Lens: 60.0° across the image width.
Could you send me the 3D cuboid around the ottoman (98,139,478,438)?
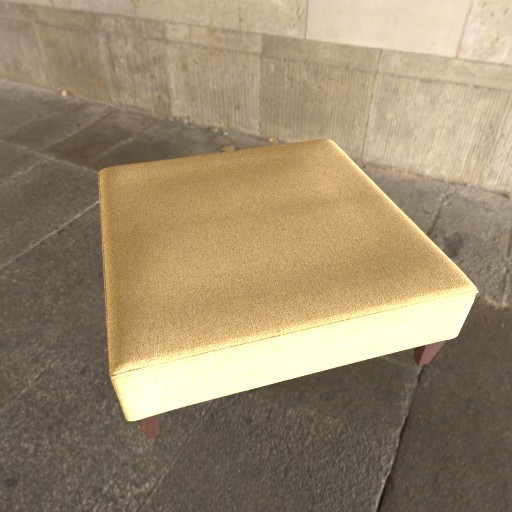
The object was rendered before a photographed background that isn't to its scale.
[{"bbox_3d":[0.000,0.000,1.527,0.970,0.378,0.981,-11,41,-13],"label":"ottoman"}]
